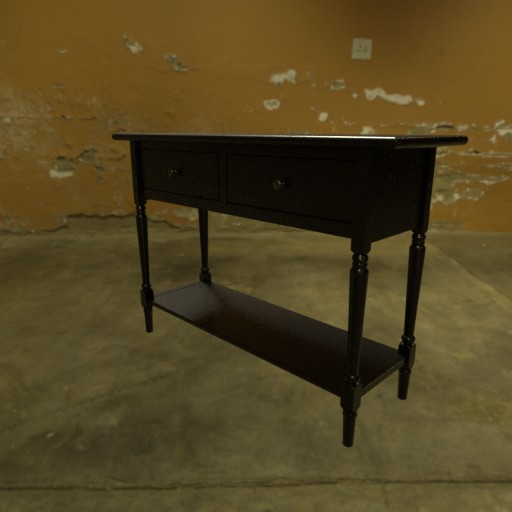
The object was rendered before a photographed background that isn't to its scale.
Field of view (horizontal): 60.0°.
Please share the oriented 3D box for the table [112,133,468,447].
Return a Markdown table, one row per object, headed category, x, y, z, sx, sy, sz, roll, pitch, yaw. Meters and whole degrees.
| category | x | y | z | sx | sy | sz | roll | pitch | yaw |
| --- | --- | --- | --- | --- | --- | --- | --- | --- | --- |
| table | 0.000 | 0.000 | 1.545 | 1.191 | 0.819 | 0.386 | 15 | 22 | 43 |
